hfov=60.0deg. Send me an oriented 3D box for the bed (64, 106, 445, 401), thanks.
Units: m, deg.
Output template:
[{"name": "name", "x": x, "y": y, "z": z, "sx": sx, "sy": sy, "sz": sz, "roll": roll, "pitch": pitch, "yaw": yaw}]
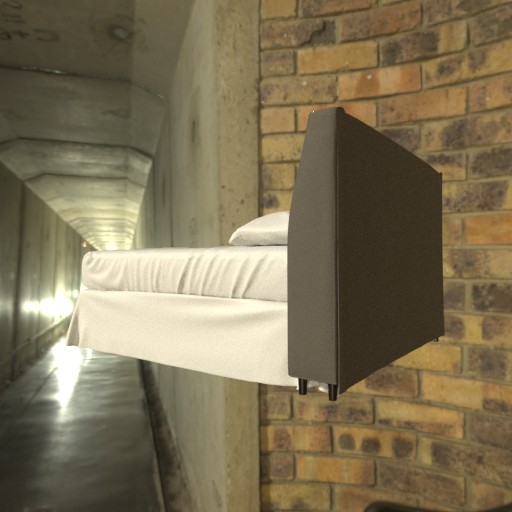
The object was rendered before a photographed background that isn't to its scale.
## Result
[{"name": "bed", "x": 0.000, "y": 0.000, "z": 3.359, "sx": 2.276, "sy": 1.332, "sz": 1.925, "roll": 0, "pitch": -1, "yaw": 36}]
